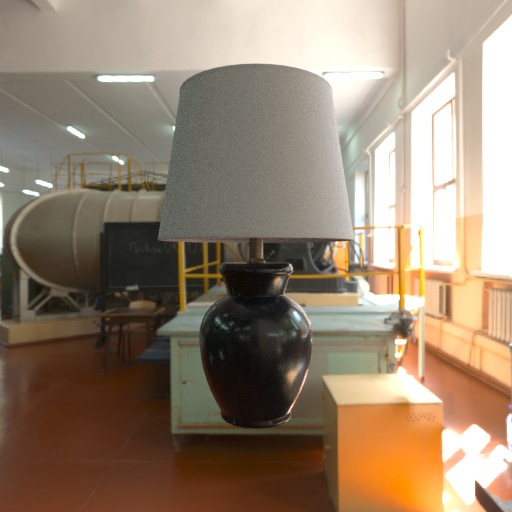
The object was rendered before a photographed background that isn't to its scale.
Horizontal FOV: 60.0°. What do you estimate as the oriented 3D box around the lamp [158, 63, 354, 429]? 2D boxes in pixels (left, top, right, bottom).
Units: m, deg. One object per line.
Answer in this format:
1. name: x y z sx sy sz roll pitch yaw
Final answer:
1. lamp: 0.000 0.000 0.553 0.239 0.399 0.239 0 1 0
